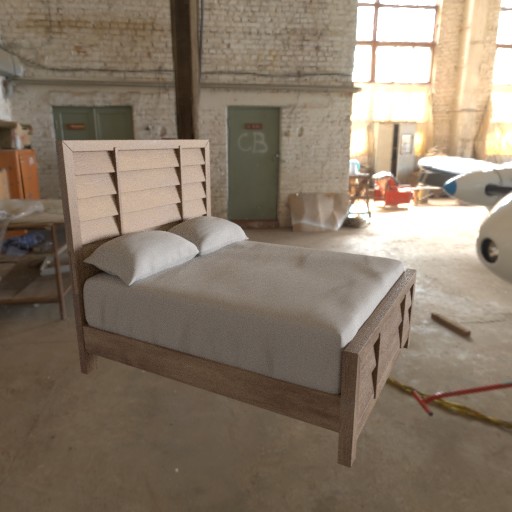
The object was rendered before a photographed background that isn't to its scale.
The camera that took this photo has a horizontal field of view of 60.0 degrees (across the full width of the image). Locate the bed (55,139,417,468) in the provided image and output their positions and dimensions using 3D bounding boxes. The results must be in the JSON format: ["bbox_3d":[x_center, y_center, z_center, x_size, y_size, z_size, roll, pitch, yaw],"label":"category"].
[{"bbox_3d":[0.000,0.000,3.222,2.017,1.631,1.615,8,17,28],"label":"bed"}]
